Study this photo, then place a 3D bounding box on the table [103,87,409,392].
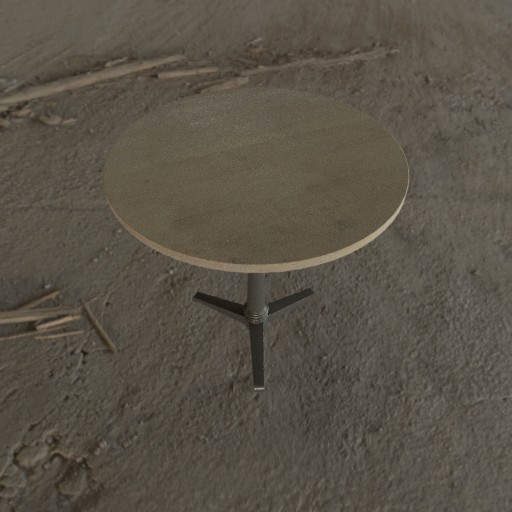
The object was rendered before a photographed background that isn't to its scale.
[{"bbox_3d":[0.000,0.000,1.470,0.800,0.780,0.800,0,46,0],"label":"table"}]
